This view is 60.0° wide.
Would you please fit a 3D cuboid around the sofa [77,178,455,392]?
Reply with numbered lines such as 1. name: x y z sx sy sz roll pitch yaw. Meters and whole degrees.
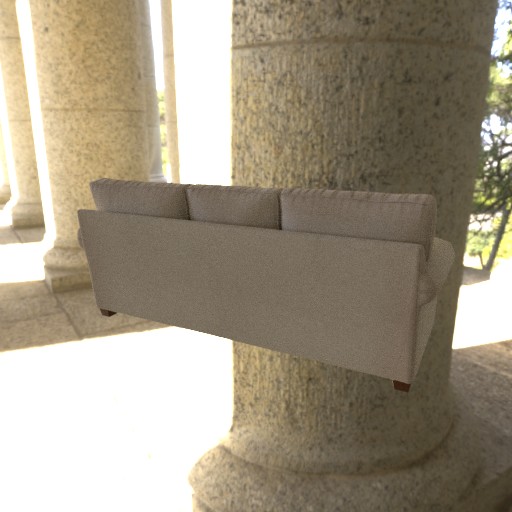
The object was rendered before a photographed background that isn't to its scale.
1. sofa: 0.000 0.000 2.874 2.312 0.975 0.965 8 17 27
